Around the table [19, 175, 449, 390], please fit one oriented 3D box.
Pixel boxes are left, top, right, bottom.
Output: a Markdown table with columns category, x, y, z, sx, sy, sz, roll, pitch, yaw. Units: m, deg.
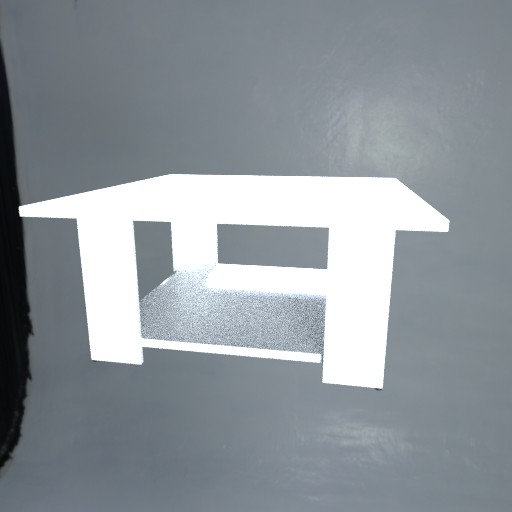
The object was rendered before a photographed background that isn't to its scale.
| category | x | y | z | sx | sy | sz | roll | pitch | yaw |
| --- | --- | --- | --- | --- | --- | --- | --- | --- | --- |
| table | 0.000 | 0.000 | 1.029 | 0.670 | 0.305 | 0.670 | 3 | 15 | 10 |
